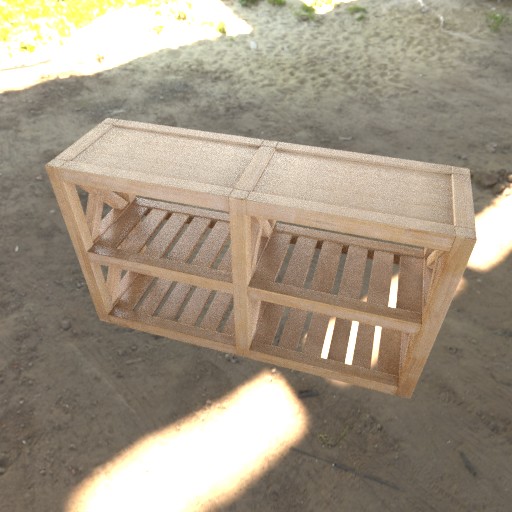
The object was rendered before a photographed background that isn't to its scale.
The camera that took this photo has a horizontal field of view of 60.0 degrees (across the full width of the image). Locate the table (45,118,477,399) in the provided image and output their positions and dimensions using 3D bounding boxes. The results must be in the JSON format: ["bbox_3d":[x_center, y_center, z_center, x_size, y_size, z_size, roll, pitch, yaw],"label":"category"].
[{"bbox_3d":[0.000,0.000,1.671,1.320,0.762,0.381,11,43,13],"label":"table"}]
